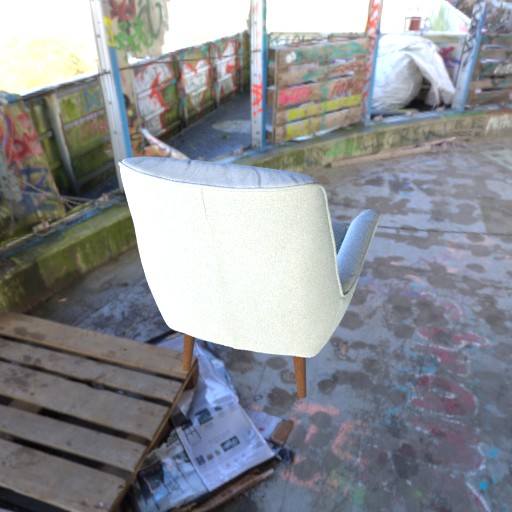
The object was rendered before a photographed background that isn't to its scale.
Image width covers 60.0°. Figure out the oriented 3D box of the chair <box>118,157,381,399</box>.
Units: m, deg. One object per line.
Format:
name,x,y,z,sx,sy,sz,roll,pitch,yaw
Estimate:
chair,0.000,0.000,1.527,0.787,0.888,0.822,9,33,14
